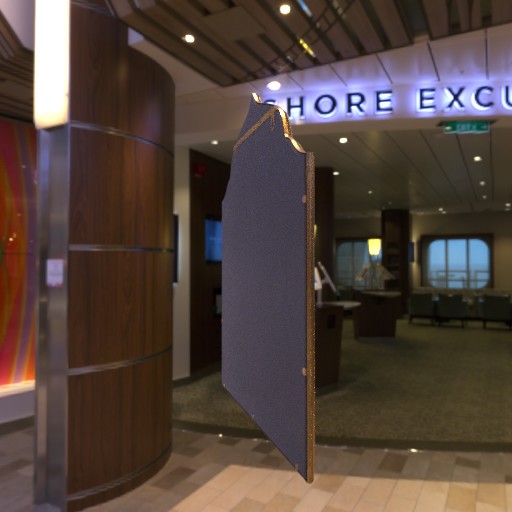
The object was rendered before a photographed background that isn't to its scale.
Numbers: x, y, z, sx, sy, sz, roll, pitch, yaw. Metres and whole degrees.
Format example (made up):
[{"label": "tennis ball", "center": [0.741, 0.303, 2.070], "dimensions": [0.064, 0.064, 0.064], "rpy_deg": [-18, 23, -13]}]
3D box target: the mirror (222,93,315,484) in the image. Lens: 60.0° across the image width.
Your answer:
[{"label": "mirror", "center": [0.000, 0.000, 0.860], "dimensions": [0.018, 0.635, 0.513], "rpy_deg": [0, -1, -18]}]
